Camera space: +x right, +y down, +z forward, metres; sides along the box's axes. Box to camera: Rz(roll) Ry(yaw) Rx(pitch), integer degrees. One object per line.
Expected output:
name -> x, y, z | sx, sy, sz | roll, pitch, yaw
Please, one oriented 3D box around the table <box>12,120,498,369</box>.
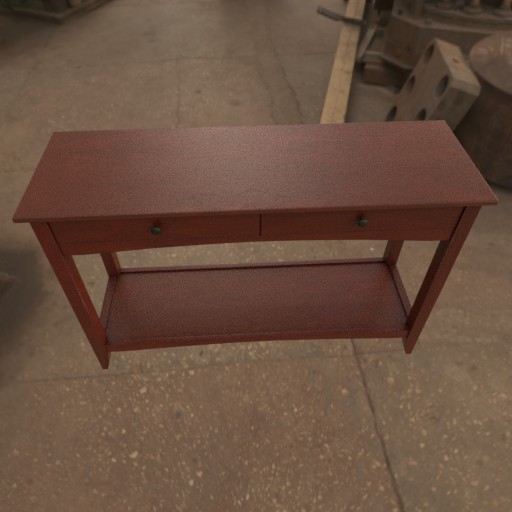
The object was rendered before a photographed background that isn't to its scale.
table -> 0.000, 0.000, 1.478 | 1.188, 0.739, 0.392 | -2, 47, -2
